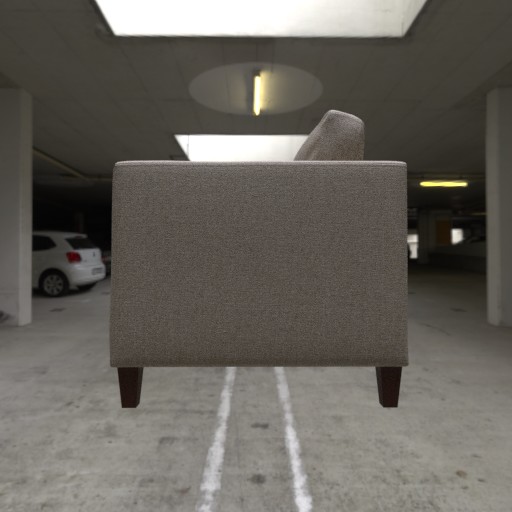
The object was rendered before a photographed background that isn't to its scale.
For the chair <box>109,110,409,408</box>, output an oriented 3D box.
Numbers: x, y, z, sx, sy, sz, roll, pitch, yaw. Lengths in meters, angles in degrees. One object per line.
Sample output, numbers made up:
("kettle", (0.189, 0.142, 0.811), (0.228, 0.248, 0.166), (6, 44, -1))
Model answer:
("chair", (0.000, 0.000, 1.890), (0.959, 0.961, 1.107), (0, -1, 0))
